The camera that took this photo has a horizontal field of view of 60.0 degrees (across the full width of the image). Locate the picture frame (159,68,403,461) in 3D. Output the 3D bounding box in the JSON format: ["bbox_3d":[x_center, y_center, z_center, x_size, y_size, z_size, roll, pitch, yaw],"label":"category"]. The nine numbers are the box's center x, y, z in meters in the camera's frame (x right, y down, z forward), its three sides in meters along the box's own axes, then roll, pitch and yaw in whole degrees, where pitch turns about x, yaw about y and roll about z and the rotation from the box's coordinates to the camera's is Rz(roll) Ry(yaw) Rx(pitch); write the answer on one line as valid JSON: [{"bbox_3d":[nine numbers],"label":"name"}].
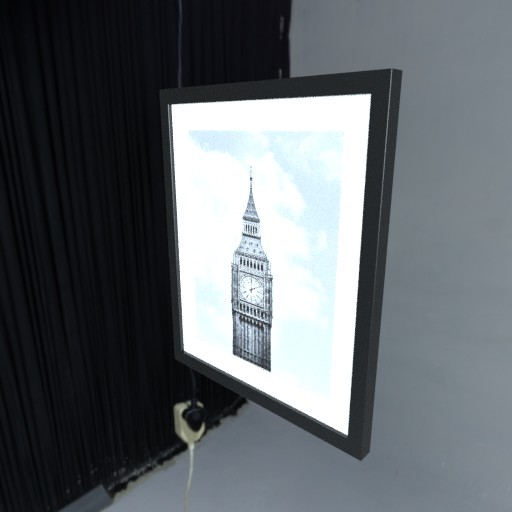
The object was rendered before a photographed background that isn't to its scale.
[{"bbox_3d":[0.000,0.000,0.758,0.460,0.556,0.028,14,22,41],"label":"picture frame"}]
